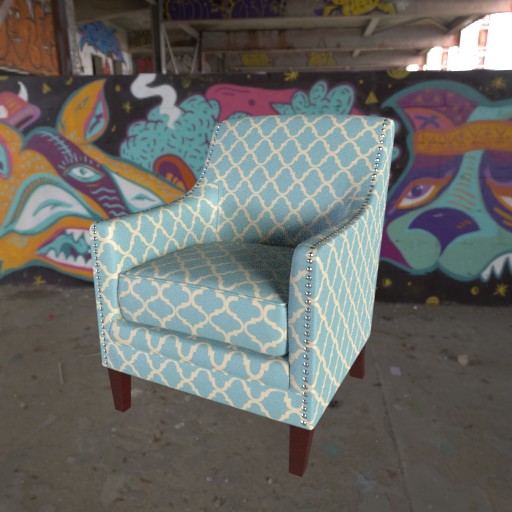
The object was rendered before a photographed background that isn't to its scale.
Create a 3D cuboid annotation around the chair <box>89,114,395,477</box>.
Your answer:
[{"bbox_3d":[0.000,0.000,1.302,0.617,0.817,0.686,8,17,26],"label":"chair"}]
